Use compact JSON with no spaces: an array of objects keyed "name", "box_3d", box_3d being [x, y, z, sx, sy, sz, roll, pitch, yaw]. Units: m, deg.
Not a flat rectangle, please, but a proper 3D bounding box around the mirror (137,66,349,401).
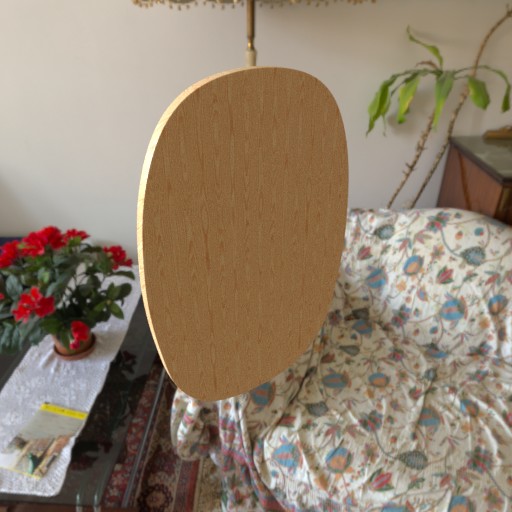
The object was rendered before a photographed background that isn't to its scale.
[{"name":"mirror","box_3d":[0.000,0.000,1.362,0.724,1.075,0.037,-19,35,-29]}]
